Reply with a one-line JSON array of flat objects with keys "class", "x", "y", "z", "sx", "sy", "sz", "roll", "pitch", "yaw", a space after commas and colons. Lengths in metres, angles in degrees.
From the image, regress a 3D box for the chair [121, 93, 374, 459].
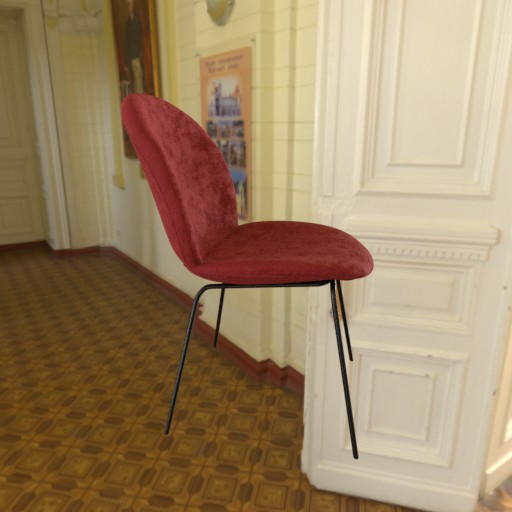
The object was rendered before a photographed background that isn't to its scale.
[{"class": "chair", "x": 0.000, "y": 0.000, "z": 1.141, "sx": 0.587, "sy": 0.791, "sz": 0.458, "roll": 3, "pitch": 17, "yaw": 10}]
